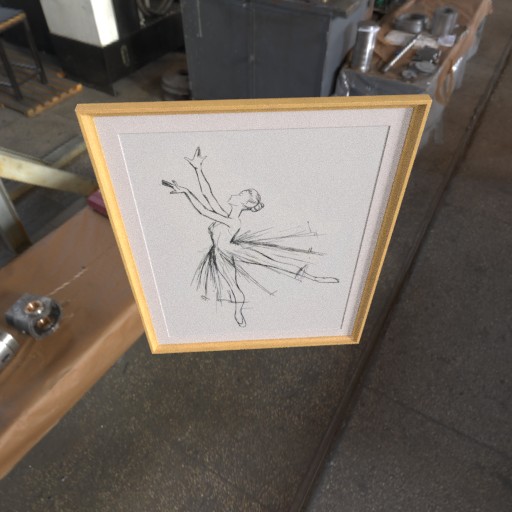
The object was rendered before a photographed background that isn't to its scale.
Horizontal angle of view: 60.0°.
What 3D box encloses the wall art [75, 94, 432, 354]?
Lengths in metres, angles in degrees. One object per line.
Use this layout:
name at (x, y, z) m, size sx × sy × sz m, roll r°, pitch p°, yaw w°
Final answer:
wall art at (0.000, 0.000, 1.360) m, size 0.798 × 1.002 × 0.030 m, roll -2°, pitch 46°, yaw -2°
